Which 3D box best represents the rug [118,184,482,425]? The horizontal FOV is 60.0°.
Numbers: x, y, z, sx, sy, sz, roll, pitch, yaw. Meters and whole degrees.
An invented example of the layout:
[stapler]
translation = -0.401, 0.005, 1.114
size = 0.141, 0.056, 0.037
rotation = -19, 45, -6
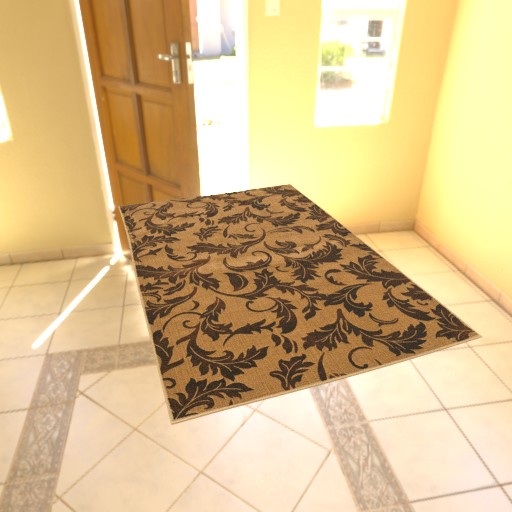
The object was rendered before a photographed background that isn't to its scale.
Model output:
[rug]
translation = 0.000, 0.000, 2.848
size = 1.522, 0.008, 2.284
rotation = -10, 31, -18
